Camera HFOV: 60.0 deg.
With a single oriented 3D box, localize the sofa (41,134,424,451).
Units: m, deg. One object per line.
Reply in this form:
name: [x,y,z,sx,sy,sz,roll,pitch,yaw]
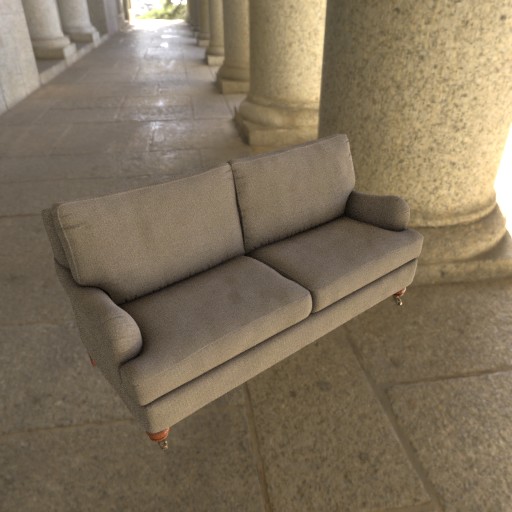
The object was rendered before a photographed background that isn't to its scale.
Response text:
sofa: [0.000,0.000,2.793,2.193,1.096,1.069,-22,38,-32]
